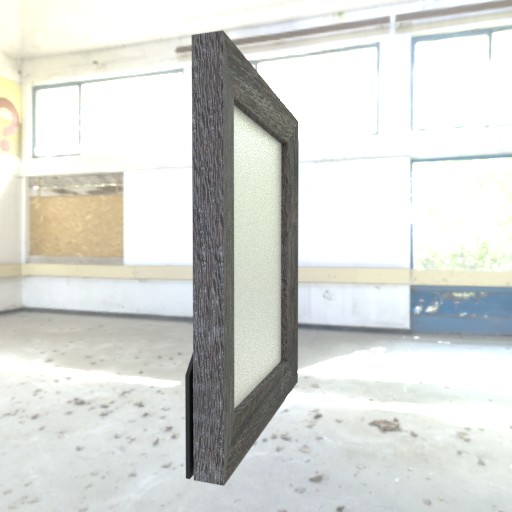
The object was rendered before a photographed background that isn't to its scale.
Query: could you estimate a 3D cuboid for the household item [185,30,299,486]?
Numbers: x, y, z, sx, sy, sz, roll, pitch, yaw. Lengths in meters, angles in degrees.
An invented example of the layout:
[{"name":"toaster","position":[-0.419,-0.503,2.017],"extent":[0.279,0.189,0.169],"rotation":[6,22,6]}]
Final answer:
[{"name":"household item","position":[0.000,0.000,0.283],"extent":[0.020,0.210,0.160],"rotation":[1,2,18]}]
